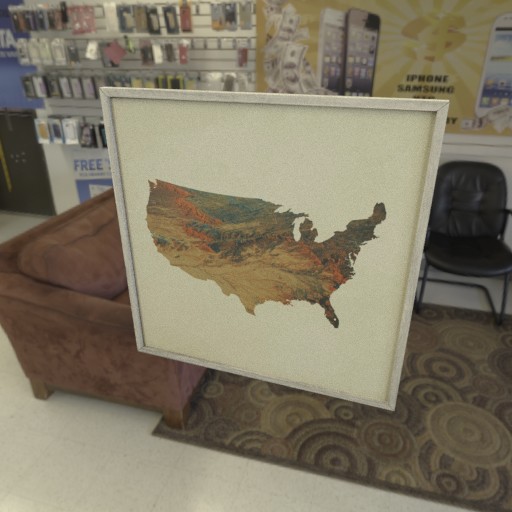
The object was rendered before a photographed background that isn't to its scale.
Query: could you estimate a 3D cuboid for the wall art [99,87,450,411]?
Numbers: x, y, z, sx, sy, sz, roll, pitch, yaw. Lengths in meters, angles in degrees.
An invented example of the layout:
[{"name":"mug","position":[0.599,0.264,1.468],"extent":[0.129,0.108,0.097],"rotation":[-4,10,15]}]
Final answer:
[{"name":"wall art","position":[0.000,0.000,0.731],"extent":[0.508,0.507,0.016],"rotation":[9,27,17]}]
